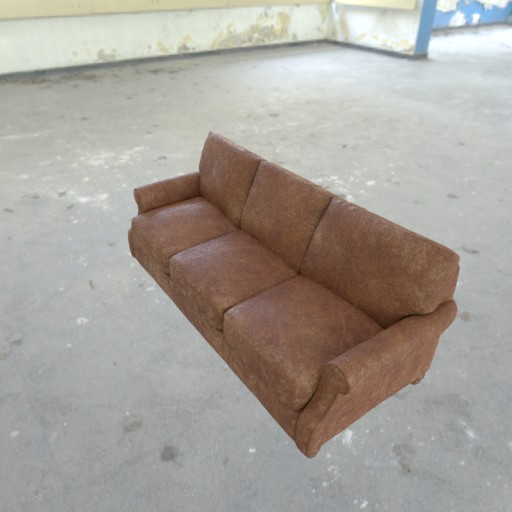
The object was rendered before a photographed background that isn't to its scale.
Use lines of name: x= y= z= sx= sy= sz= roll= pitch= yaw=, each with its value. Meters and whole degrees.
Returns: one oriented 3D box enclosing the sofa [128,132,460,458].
sofa: x=0.000 y=0.000 z=2.850 sx=0.973 sy=0.977 sz=2.351 roll=-21 pitch=38 yaw=-29
